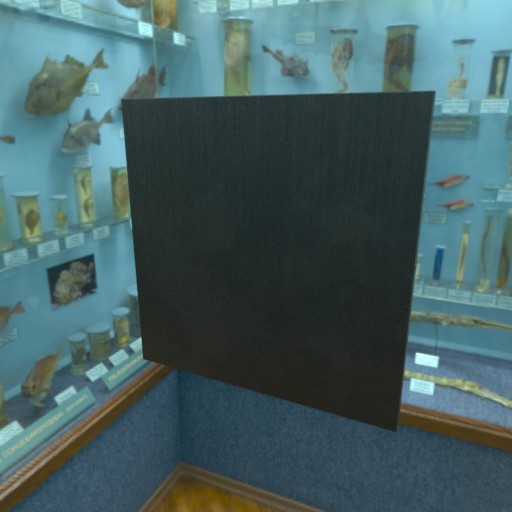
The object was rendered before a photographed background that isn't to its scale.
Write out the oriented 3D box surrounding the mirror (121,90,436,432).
[{"bbox_3d":[0.000,0.000,0.559,0.382,0.381,0.020,8,19,25],"label":"mirror"}]
